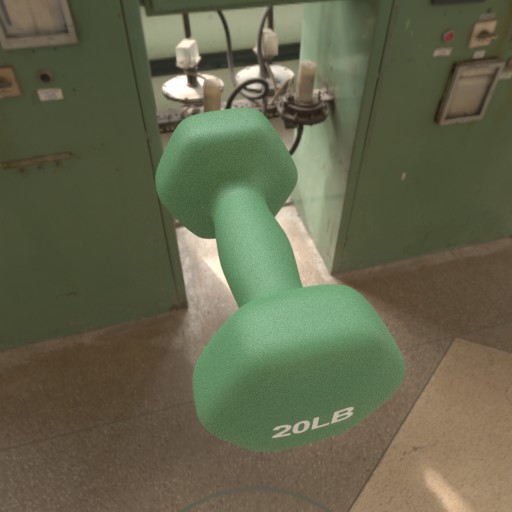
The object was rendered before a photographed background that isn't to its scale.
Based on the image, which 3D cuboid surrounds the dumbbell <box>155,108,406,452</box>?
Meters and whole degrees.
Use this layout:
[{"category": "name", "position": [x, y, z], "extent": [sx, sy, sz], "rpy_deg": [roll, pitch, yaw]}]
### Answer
[{"category": "dumbbell", "position": [0.000, 0.000, 0.324], "extent": [0.126, 0.114, 0.257], "rpy_deg": [-10, 48, -10]}]
